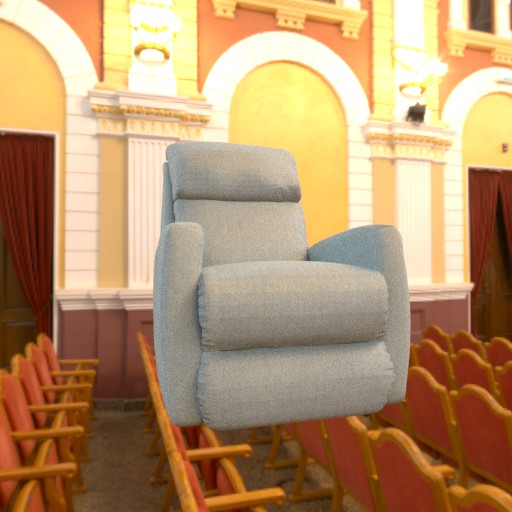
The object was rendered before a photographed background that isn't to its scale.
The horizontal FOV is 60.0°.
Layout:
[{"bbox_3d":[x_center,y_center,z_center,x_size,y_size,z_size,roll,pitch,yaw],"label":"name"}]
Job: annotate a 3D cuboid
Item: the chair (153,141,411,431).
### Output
[{"bbox_3d":[0.000,0.000,1.688,0.794,1.016,0.940,0,-1,-17],"label":"chair"}]
